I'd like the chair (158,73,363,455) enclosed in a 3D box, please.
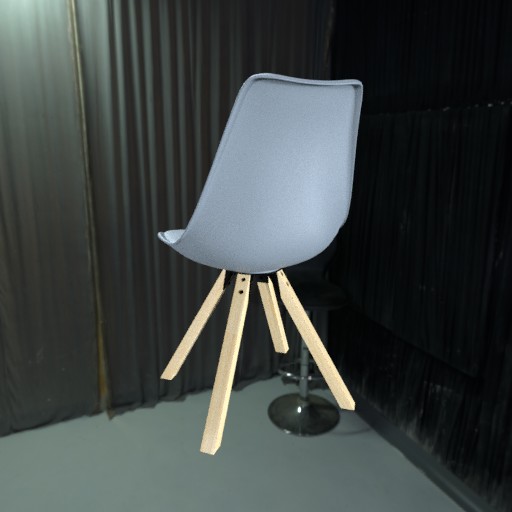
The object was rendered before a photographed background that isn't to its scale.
[{"bbox_3d":[0.000,0.000,1.201,0.485,0.850,0.549,-7,16,-25],"label":"chair"}]
